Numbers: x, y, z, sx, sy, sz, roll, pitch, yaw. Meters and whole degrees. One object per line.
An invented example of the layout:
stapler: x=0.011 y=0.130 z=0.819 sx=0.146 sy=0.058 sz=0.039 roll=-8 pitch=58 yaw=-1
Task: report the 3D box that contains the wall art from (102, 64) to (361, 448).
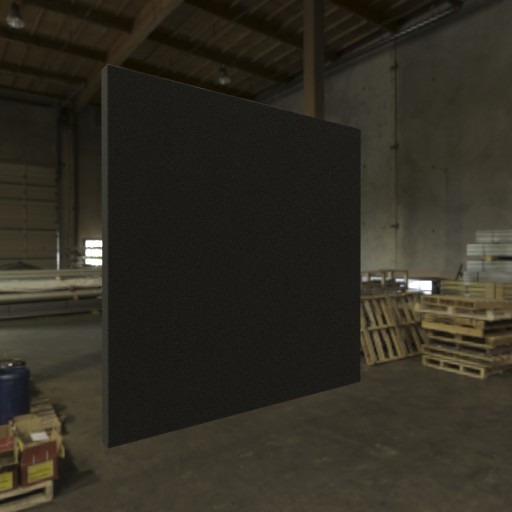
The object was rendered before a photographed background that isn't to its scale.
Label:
wall art: x=0.000 y=0.000 z=1.121 sx=0.762 sy=0.762 sz=0.038 roll=0 pitch=0 yaw=-37
